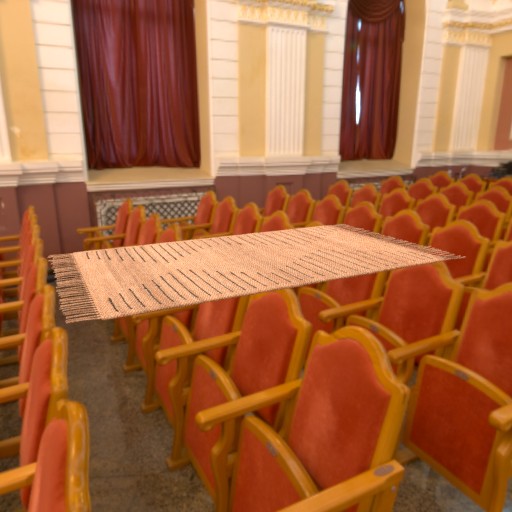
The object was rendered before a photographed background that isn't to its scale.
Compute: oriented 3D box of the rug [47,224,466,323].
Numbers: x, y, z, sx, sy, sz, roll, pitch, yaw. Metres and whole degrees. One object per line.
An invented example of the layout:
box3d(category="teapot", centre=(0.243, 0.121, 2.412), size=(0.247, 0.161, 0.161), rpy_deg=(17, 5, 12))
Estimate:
box3d(category="rug", centre=(0.000, 0.000, 2.045), size=(1.718, 0.017, 0.905), rpy_deg=(-8, 17, -26))
